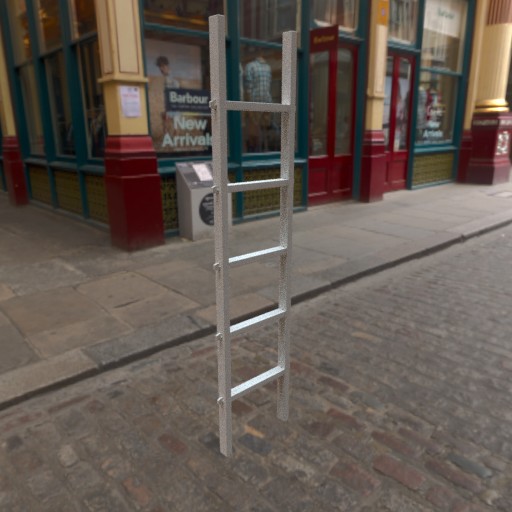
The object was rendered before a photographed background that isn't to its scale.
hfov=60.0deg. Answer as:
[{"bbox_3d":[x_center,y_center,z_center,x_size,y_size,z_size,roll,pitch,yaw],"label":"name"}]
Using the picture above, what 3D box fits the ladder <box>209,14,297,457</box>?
[{"bbox_3d":[0.000,0.000,1.902,0.452,1.797,0.051,-14,21,-41],"label":"ladder"}]
